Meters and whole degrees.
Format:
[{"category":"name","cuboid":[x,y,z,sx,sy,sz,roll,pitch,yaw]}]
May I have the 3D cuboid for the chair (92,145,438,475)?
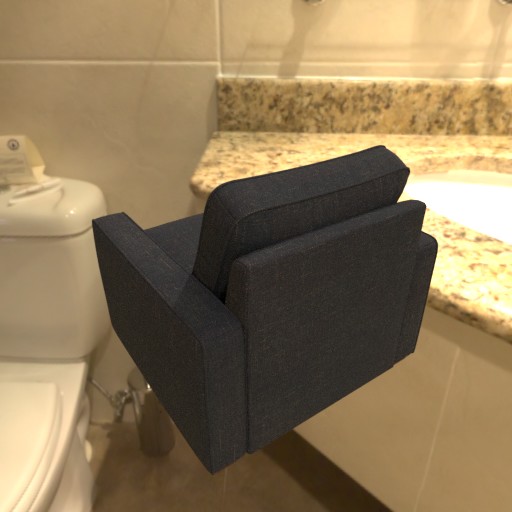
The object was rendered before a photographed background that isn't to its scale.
[{"category":"chair","cuboid":[0.000,0.000,1.746,1.017,0.919,0.940,-19,35,-30]}]
